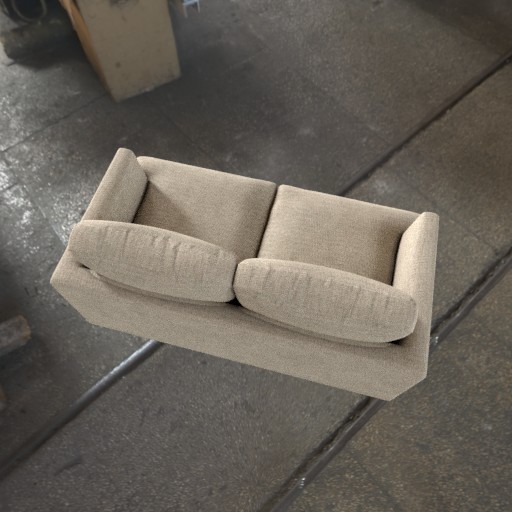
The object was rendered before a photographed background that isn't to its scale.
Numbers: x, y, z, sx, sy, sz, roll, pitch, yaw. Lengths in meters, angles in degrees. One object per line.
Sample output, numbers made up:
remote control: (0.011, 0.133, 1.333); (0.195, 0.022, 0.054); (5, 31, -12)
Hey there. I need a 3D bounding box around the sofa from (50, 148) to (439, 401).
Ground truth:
sofa: (0.000, 0.000, 2.132); (1.582, 0.944, 0.903); (13, 63, 7)
